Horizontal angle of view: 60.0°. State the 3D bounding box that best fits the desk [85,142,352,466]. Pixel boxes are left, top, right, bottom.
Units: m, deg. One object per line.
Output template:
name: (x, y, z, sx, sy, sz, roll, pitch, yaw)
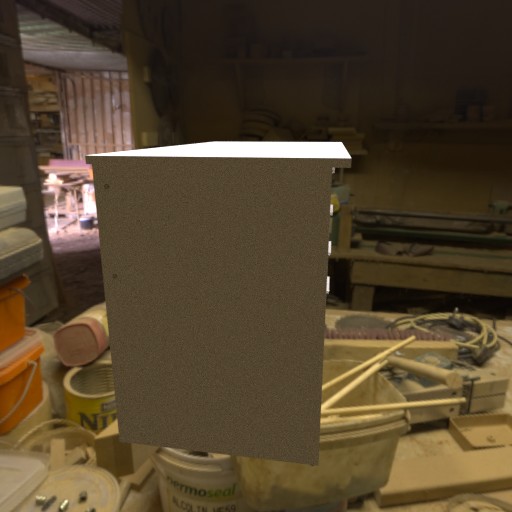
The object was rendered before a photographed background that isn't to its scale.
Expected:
desk: (0.000, 0.000, 1.524, 0.560, 0.730, 1.096, 3, 16, 9)
